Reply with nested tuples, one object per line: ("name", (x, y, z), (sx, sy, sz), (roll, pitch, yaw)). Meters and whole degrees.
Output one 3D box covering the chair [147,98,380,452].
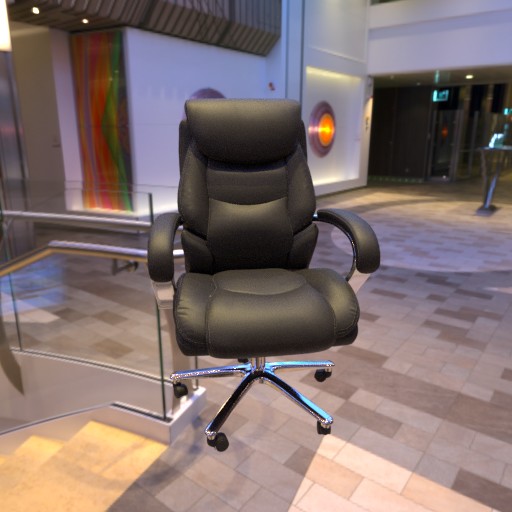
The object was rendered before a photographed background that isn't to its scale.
("chair", (0.000, 0.000, 1.685), (0.755, 1.183, 0.790), (-2, 16, -8))
